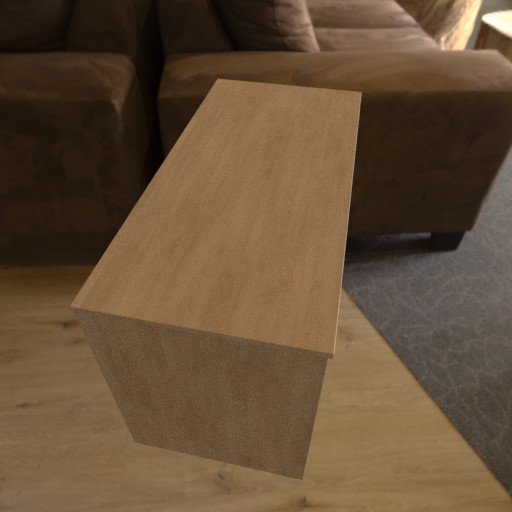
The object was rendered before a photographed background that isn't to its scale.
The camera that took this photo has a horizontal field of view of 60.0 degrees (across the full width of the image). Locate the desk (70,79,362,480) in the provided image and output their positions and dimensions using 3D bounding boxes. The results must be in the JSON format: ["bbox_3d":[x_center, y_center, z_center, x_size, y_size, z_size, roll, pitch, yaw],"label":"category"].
[{"bbox_3d":[0.000,0.000,1.667,0.600,0.770,1.251,9,46,9],"label":"desk"}]
